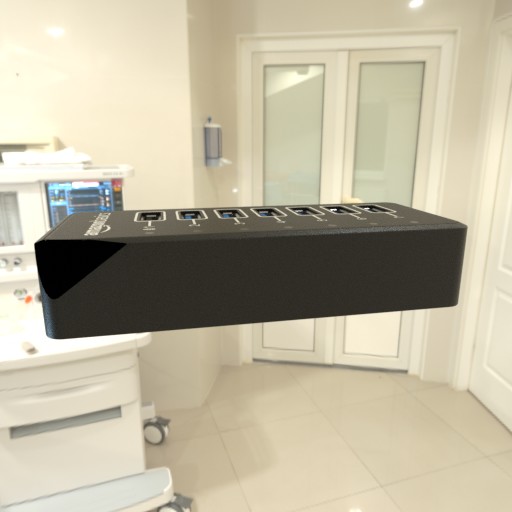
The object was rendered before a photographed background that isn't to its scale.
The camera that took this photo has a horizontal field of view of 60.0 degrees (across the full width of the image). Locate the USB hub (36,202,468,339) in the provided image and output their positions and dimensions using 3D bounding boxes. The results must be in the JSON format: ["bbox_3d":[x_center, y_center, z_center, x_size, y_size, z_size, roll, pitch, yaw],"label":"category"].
[{"bbox_3d":[0.000,0.000,0.130,0.110,0.023,0.044,-3,15,-11],"label":"USB hub"}]
